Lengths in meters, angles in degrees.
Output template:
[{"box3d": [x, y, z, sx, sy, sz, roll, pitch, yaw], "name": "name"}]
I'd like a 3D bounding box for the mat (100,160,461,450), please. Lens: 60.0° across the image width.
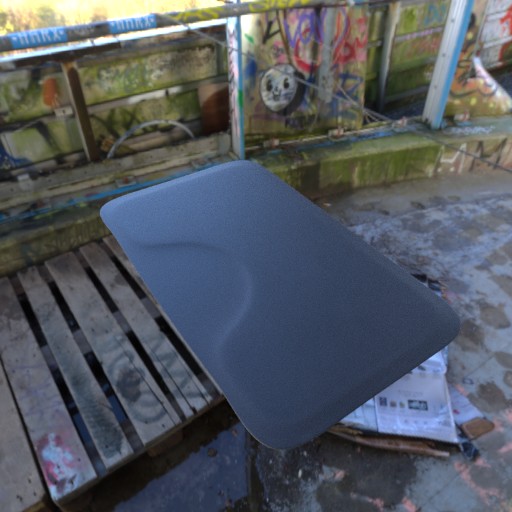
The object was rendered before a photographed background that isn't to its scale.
[{"box3d": [0.000, 0.000, 1.889, 0.918, 0.013, 1.524, -24, 46, -25], "name": "mat"}]
